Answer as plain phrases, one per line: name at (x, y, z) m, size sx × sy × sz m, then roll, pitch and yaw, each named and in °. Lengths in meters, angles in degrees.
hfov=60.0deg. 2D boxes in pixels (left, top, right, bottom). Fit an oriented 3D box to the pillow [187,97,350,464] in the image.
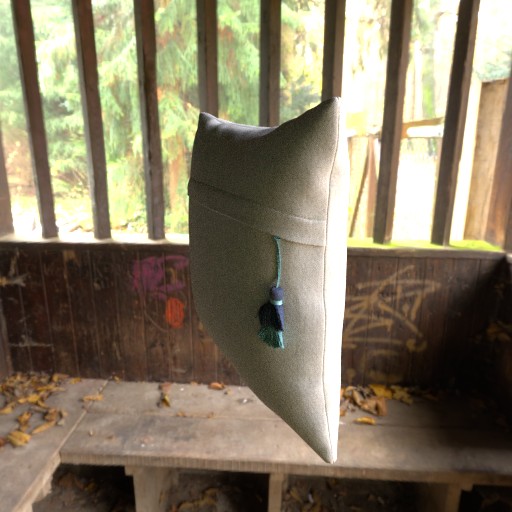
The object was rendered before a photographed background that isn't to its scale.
pillow at (0.000, 0.000, 0.683) m, size 0.173 × 0.436 × 0.433 m, roll -7°, pitch 17°, yaw -24°
